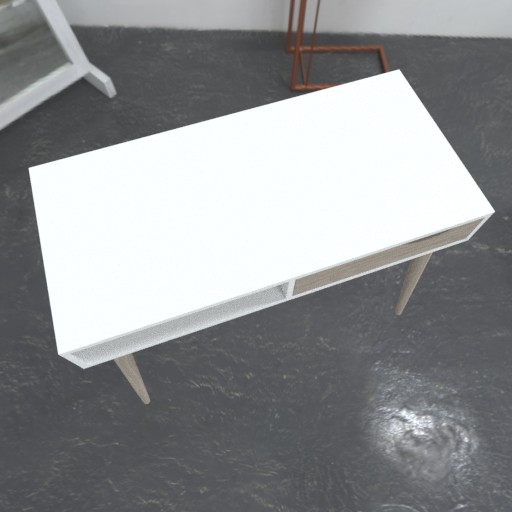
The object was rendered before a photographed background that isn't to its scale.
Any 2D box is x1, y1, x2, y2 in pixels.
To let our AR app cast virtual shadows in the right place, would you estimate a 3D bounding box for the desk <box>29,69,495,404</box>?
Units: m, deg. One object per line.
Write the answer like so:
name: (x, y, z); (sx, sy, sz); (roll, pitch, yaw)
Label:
desk: (0.000, 0.000, 1.352); (0.979, 0.723, 0.491); (-18, 66, -8)
